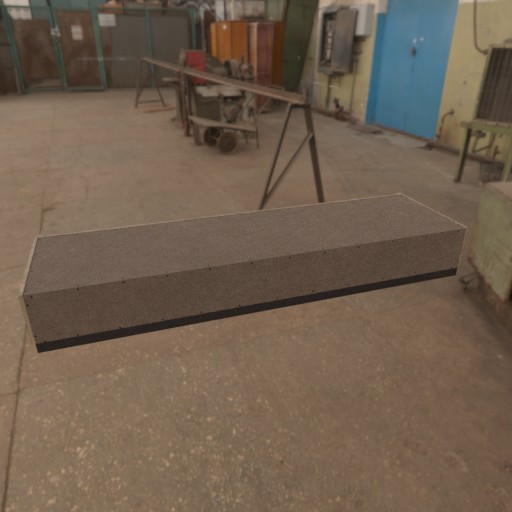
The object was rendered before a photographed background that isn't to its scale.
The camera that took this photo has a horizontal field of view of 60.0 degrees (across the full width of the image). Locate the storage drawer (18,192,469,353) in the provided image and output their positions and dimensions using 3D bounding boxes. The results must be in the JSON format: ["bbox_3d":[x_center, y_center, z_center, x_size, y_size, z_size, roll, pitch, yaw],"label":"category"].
[{"bbox_3d":[0.000,0.000,2.262,2.072,0.274,0.591,-8,28,-16],"label":"storage drawer"}]
